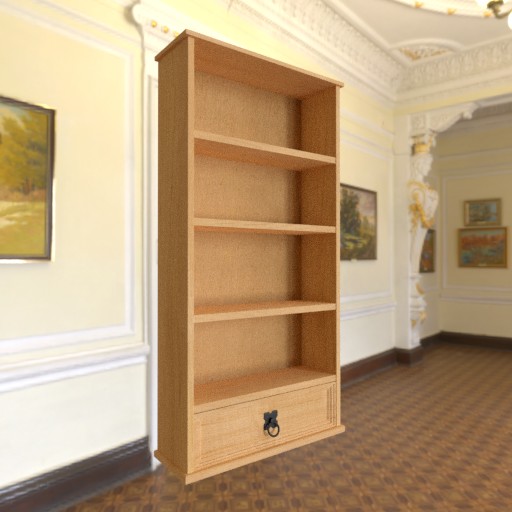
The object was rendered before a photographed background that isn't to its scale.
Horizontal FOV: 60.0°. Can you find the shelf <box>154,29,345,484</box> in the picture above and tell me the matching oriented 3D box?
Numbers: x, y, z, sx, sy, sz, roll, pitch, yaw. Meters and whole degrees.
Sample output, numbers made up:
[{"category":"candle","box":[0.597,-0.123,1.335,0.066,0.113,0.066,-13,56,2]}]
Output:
[{"category":"shelf","box":[0.000,0.000,1.220,0.520,1.030,0.175,0,-1,-36]}]
